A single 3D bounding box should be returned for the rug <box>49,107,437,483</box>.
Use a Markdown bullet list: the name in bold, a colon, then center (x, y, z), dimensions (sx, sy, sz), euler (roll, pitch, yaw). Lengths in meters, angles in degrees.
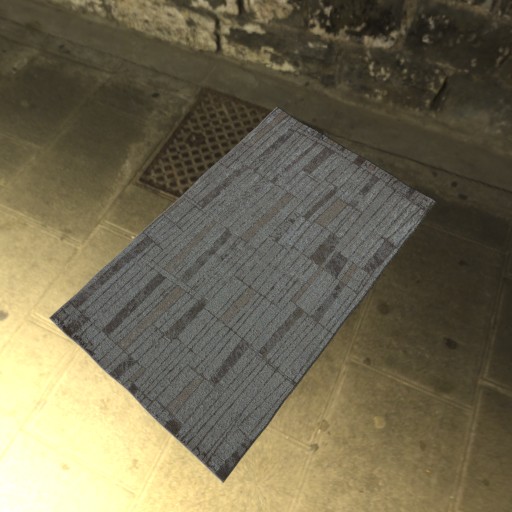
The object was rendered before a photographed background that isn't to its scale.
- **rug**: center (0.000, 0.000, 3.124), dimensions (1.531, 0.023, 2.444), euler (36, 68, 17)
